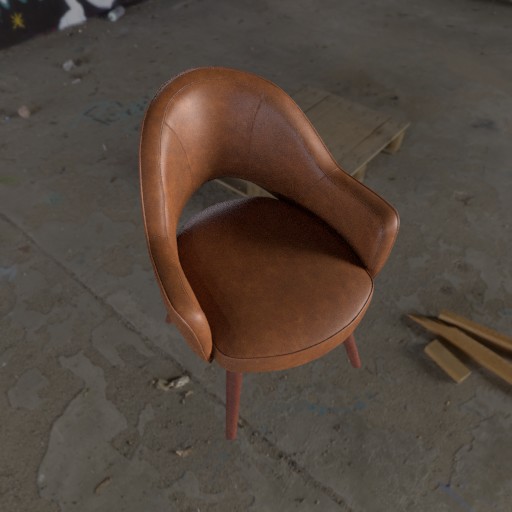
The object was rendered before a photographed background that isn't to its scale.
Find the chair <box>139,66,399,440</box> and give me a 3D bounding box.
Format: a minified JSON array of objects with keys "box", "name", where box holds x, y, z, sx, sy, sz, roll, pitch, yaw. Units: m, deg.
[{"box":[0.000,0.000,1.198,0.591,0.777,0.640,-23,51,-20],"name":"chair"}]
